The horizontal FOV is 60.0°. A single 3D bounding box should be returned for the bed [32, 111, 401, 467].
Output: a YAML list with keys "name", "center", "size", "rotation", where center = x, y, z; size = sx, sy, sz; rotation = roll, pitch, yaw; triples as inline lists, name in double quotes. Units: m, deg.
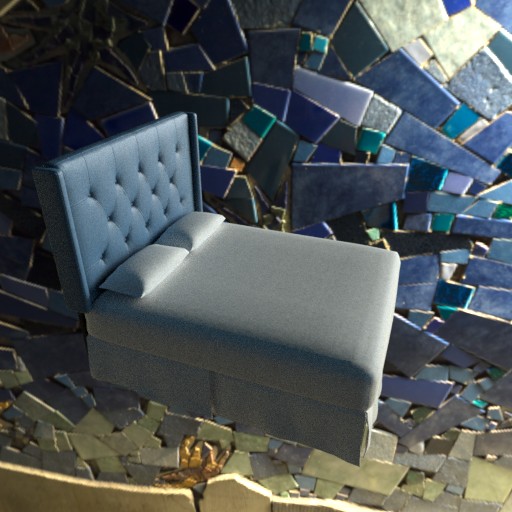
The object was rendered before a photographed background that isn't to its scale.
- name: "bed"
  center: [0.000, 0.000, 3.281]
  size: [2.078, 1.665, 1.719]
  rotation: [10, 31, 18]
